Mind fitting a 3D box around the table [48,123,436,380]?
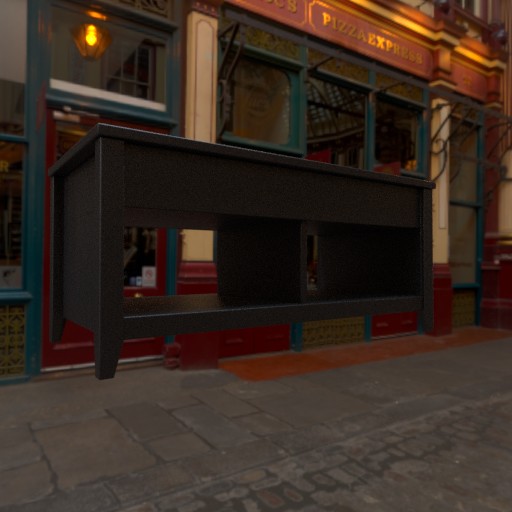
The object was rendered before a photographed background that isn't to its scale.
[{"bbox_3d":[0.000,0.000,1.269,1.016,0.457,0.483,1,-1,-35],"label":"table"}]
